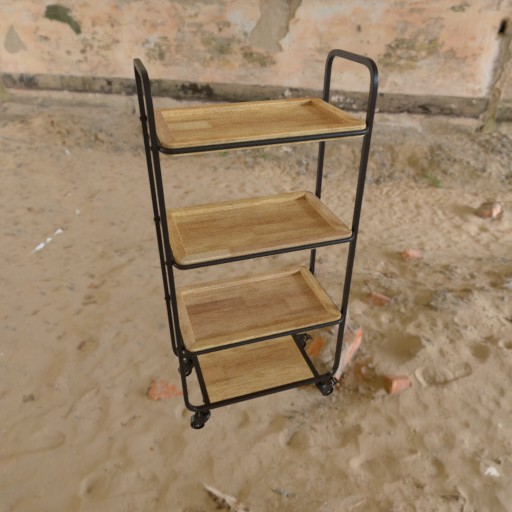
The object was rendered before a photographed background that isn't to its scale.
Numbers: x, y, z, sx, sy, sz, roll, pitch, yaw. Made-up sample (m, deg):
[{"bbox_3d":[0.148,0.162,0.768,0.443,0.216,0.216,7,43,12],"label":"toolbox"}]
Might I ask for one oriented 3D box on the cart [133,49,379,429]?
[{"bbox_3d":[0.000,0.000,1.311,0.545,1.080,0.321,-10,33,-15],"label":"cart"}]
